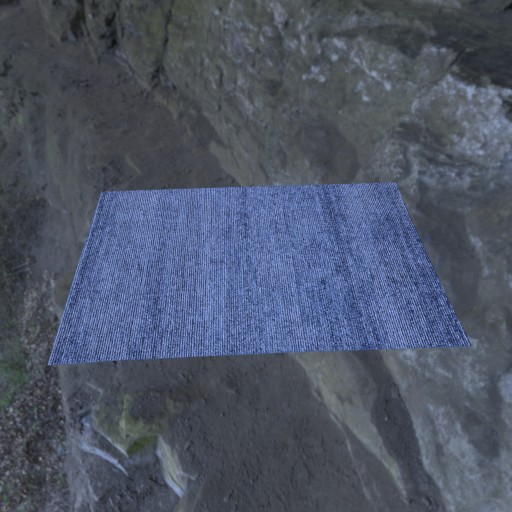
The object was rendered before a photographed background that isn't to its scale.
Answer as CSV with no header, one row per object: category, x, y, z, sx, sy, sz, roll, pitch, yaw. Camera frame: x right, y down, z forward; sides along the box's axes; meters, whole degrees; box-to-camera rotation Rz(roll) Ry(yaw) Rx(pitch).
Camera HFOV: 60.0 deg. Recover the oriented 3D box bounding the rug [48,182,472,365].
rug,0.000,0.000,2.203,1.740,0.010,1.135,-2,46,-2
